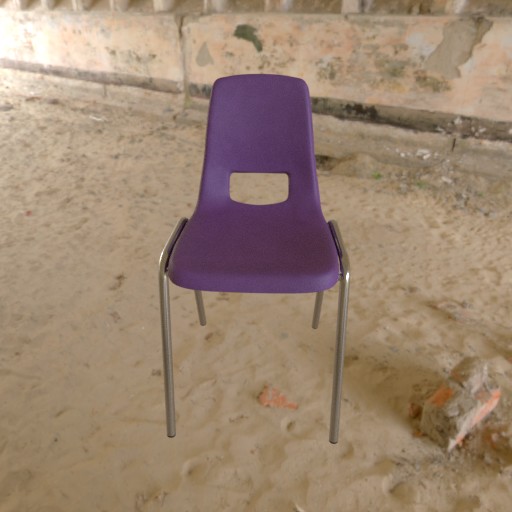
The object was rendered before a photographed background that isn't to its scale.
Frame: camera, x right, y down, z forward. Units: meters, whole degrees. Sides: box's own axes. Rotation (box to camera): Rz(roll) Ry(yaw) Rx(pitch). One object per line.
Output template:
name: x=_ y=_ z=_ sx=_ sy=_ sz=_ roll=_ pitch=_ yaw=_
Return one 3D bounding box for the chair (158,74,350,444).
chair: x=0.000 y=0.000 z=0.990 sx=0.381 sy=0.704 sz=0.432 roll=1 pitch=30 yaw=2
